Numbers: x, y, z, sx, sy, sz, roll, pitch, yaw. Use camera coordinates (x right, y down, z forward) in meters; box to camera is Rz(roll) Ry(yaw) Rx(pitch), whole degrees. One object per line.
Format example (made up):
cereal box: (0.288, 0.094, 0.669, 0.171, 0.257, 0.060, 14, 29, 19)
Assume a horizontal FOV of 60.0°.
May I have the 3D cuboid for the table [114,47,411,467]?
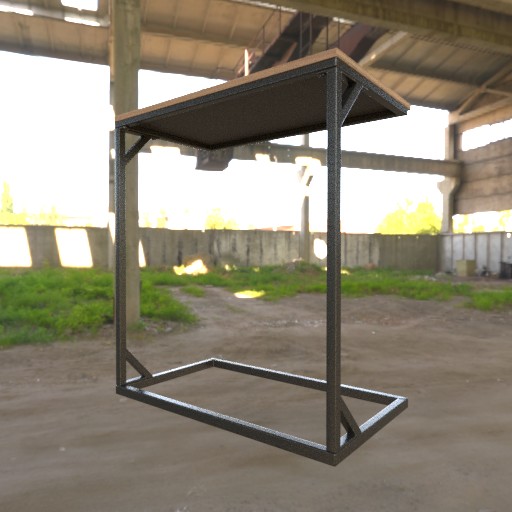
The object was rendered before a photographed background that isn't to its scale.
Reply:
table: (0.000, 0.000, 1.031, 0.597, 0.673, 0.351, 1, 1, 38)
